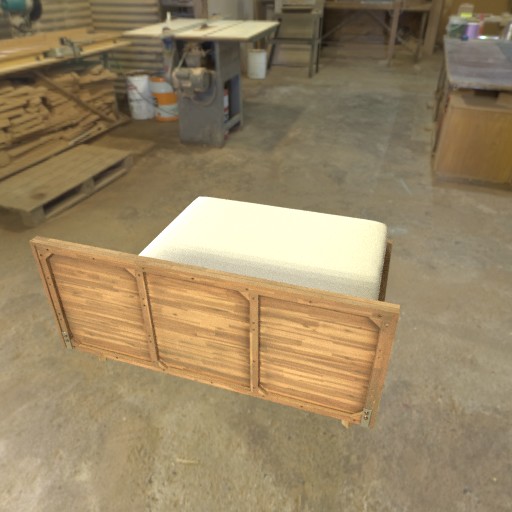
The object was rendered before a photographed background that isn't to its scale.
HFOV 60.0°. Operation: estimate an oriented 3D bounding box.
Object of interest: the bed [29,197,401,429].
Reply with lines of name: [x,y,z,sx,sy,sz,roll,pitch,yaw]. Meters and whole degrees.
bed: [0.000,0.000,3.499,2.116,1.100,2.167,10,34,15]
